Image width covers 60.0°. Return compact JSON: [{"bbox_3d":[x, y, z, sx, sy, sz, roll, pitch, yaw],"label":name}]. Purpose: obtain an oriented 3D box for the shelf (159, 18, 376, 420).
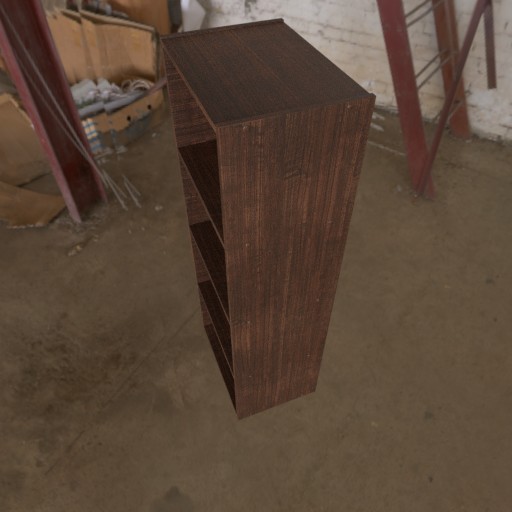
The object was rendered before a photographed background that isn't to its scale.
[{"bbox_3d":[0.000,0.000,1.264,0.290,1.099,0.415,-16,49,-15],"label":"shelf"}]
